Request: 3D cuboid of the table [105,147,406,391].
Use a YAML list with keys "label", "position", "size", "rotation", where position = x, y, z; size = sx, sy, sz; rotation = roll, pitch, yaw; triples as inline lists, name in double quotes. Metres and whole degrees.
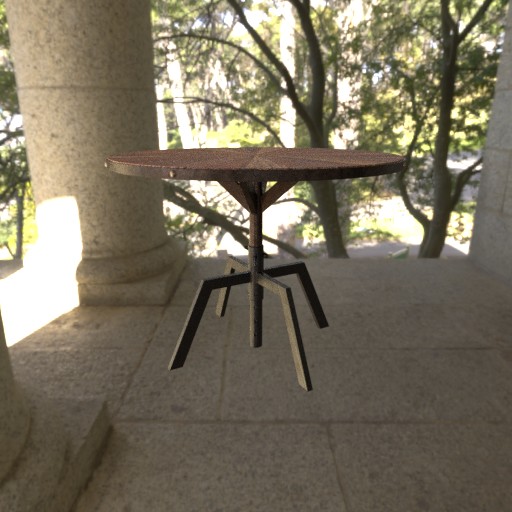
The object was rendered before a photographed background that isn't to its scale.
- label: "table"
  position: [0.000, 0.000, 1.470]
  size: [0.885, 0.658, 0.885]
  rotation: [0, 17, 0]
